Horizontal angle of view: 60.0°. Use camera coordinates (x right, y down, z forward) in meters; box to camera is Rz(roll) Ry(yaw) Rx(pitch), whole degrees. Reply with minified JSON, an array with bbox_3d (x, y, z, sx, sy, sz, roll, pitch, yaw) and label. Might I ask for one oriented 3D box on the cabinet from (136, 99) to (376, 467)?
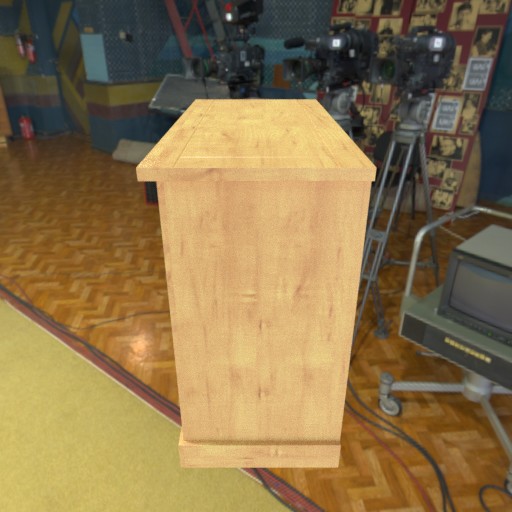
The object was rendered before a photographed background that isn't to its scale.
[{"bbox_3d":[0.000,0.000,1.429,0.450,0.840,0.920,0,27,0],"label":"cabinet"}]
